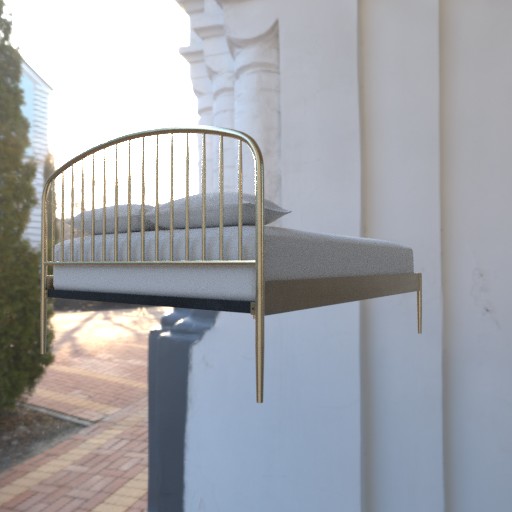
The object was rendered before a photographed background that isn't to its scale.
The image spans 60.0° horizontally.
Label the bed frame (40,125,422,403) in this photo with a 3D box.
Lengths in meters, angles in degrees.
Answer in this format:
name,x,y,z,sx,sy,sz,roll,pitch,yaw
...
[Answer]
name,x,y,z,sx,sy,sz,roll,pitch,yaw
bed frame,0.000,0.000,3.029,1.612,1.175,2.152,-1,-1,36
